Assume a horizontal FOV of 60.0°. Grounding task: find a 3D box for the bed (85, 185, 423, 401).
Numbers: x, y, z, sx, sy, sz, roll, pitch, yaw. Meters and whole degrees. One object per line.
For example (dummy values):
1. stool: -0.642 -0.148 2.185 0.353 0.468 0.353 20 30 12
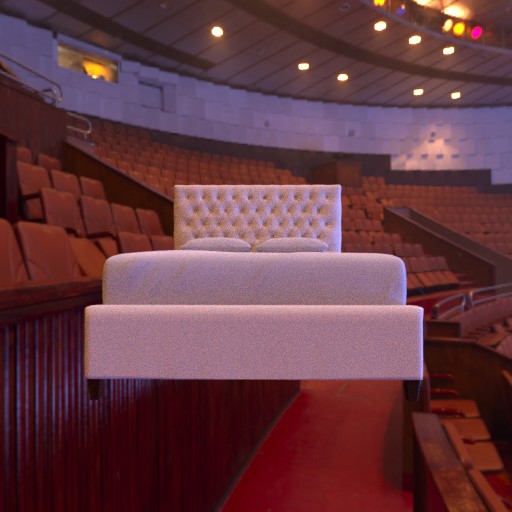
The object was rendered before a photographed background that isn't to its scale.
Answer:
1. bed: 0.000 0.000 3.355 1.698 1.427 2.387 0 0 1
